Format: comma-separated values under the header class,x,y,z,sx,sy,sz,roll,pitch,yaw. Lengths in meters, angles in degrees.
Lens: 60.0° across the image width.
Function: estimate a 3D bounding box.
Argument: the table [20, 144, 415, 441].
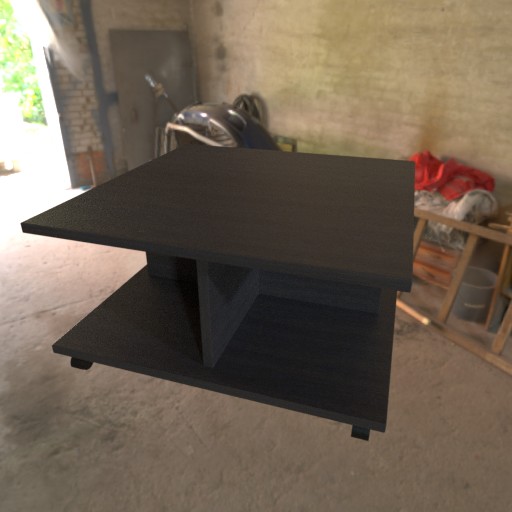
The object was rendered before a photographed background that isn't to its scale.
class,x,y,z,sx,sy,sz,roll,pitch,yaw
table,0.000,0.000,1.207,0.762,0.396,0.762,8,28,16
